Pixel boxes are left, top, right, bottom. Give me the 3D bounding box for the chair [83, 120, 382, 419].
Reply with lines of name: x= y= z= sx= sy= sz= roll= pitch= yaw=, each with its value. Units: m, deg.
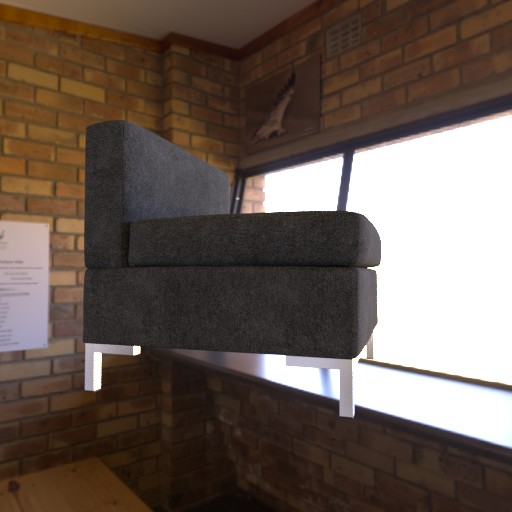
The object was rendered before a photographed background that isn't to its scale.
chair: x=0.000 y=0.000 z=1.265 sx=0.680 sy=0.660 sz=0.680 roll=-1 pitch=-2 yaw=19
